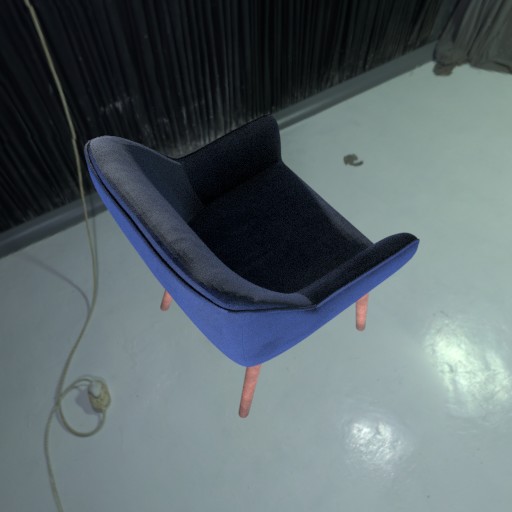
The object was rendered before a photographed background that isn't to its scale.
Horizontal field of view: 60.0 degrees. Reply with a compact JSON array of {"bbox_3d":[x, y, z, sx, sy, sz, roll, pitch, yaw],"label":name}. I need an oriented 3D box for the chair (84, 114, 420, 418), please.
[{"bbox_3d":[0.000,0.000,1.245,0.600,0.820,0.600,-34,64,-19],"label":"chair"}]
